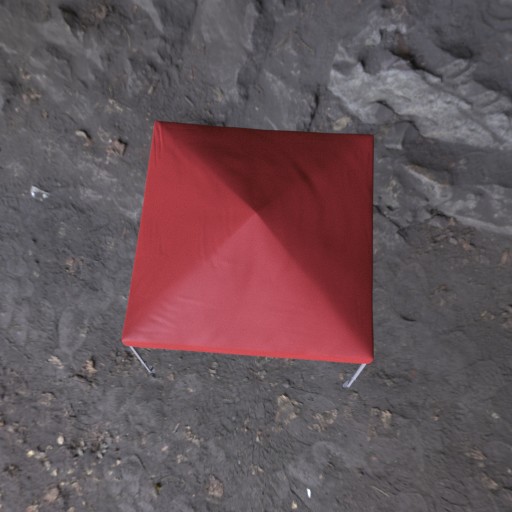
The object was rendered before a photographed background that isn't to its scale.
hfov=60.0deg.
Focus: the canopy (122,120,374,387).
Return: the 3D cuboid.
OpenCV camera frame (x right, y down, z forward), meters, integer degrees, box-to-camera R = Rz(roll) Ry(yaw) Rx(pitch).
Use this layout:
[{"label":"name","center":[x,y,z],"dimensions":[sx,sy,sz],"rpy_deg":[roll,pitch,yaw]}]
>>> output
[{"label":"canopy","center":[0.000,0.000,5.292],"dimensions":[2.848,2.849,2.849],"rpy_deg":[4,74,1]}]
